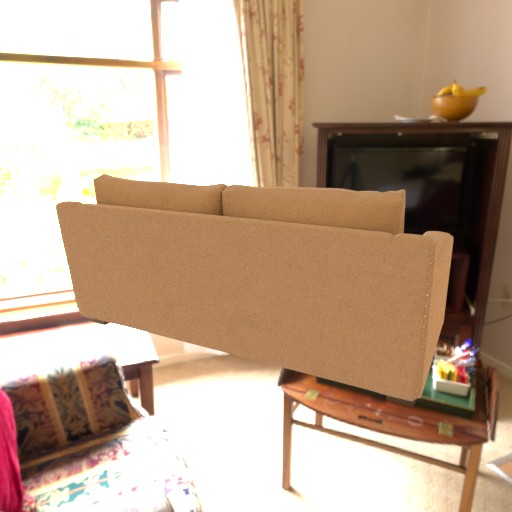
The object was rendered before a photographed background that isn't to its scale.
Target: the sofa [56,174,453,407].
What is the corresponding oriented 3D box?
[{"bbox_3d":[0.000,0.000,2.509,1.967,0.901,1.030,8,17,27],"label":"sofa"}]
